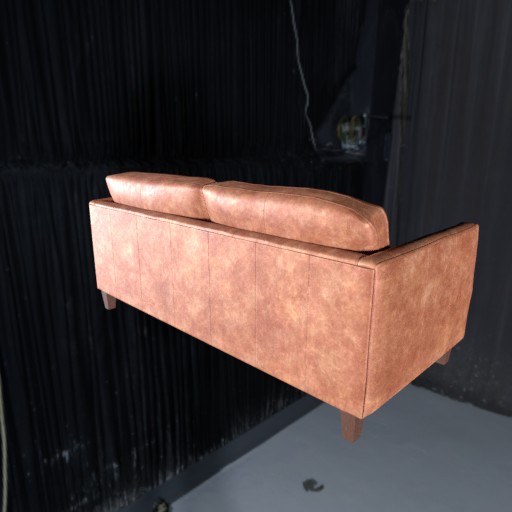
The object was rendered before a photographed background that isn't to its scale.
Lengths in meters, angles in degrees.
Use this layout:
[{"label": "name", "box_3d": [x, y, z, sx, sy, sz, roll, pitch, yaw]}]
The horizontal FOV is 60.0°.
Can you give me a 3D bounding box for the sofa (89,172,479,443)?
[{"label": "sofa", "box_3d": [0.000, 0.000, 2.387, 1.971, 0.863, 0.923, 14, 21, 43]}]
